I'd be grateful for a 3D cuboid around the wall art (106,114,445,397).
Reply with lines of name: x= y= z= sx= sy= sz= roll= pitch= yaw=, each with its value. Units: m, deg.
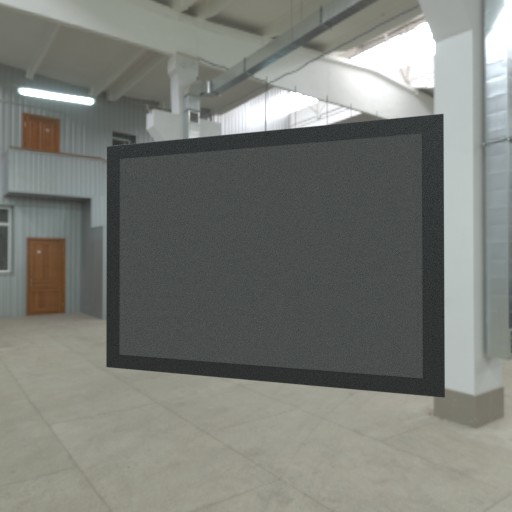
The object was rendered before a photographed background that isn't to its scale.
wall art: x=0.000 y=0.000 z=0.552 sx=0.432 sy=0.306 sz=0.016 roll=0 pitch=-1 yaw=18
